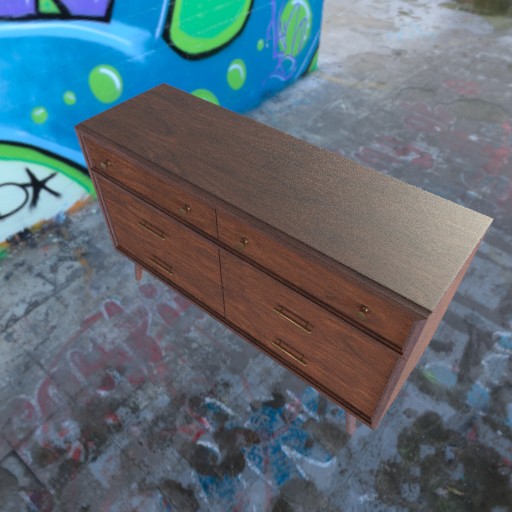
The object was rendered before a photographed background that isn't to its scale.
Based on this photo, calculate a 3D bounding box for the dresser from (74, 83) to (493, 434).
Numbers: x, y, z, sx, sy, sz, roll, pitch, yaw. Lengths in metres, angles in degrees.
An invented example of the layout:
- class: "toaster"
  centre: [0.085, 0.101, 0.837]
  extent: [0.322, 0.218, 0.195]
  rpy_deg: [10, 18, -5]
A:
- class: "dresser"
  centre: [0.000, 0.000, 1.868]
  extent: [1.472, 0.889, 0.500]
  rpy_deg: [30, 53, 26]
